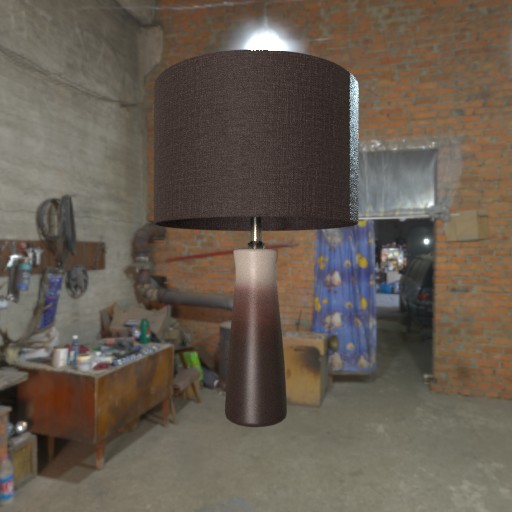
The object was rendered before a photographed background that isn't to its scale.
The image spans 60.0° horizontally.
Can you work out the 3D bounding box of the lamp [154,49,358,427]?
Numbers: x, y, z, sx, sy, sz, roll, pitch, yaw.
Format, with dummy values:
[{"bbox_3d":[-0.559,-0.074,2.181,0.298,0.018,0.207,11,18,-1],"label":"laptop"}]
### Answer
[{"bbox_3d":[0.000,0.000,0.673,0.303,0.488,0.303,0,0,0],"label":"lamp"}]
